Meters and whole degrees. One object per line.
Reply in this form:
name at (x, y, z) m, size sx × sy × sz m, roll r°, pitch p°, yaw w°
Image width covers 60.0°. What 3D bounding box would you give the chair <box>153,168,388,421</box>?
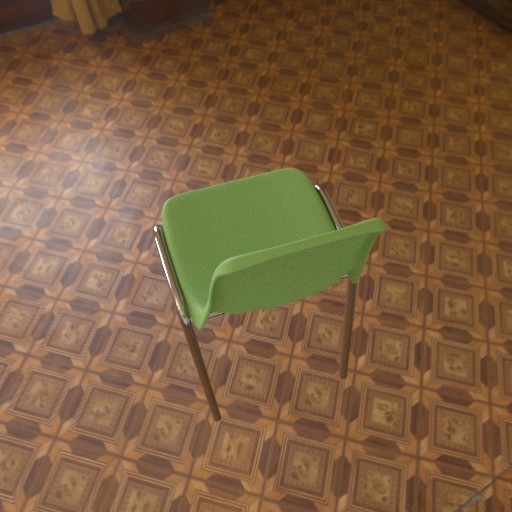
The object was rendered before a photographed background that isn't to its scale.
chair at (0.000, 0.000, 0.923) m, size 0.381 × 0.704 × 0.436 m, roll -16°, pitch 59°, yaw -9°
